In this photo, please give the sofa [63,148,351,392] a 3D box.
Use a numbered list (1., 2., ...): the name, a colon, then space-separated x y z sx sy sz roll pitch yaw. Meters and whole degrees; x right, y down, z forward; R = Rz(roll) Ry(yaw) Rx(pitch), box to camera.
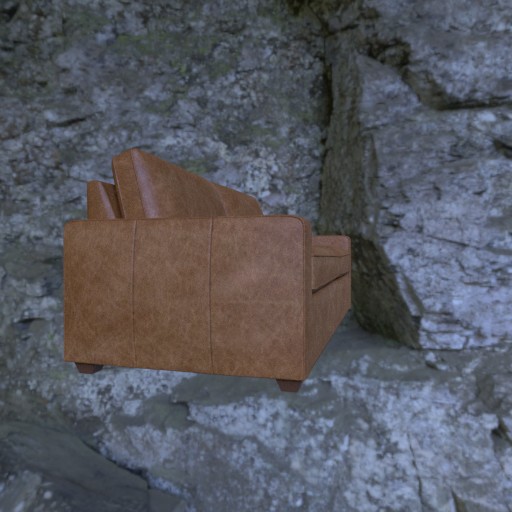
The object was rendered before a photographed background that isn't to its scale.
1. sofa: 0.000 0.000 2.622 0.991 0.928 2.156 0 1 16
